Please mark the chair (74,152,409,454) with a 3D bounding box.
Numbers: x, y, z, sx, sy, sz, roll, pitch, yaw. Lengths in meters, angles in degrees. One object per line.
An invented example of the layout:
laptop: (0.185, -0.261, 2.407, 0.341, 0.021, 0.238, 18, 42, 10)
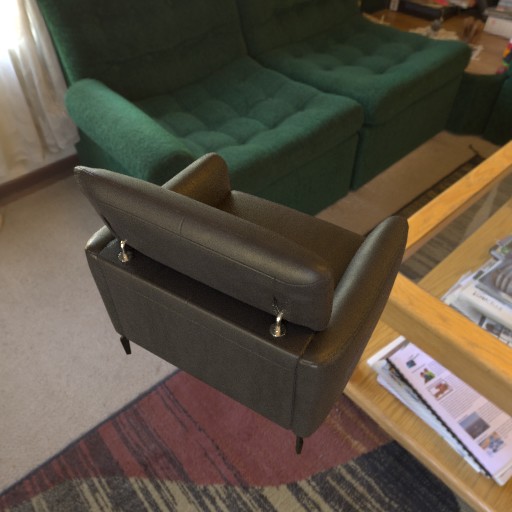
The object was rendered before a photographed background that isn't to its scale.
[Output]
chair: (0.000, 0.000, 1.667, 0.976, 0.949, 0.809, 23, 50, 21)
